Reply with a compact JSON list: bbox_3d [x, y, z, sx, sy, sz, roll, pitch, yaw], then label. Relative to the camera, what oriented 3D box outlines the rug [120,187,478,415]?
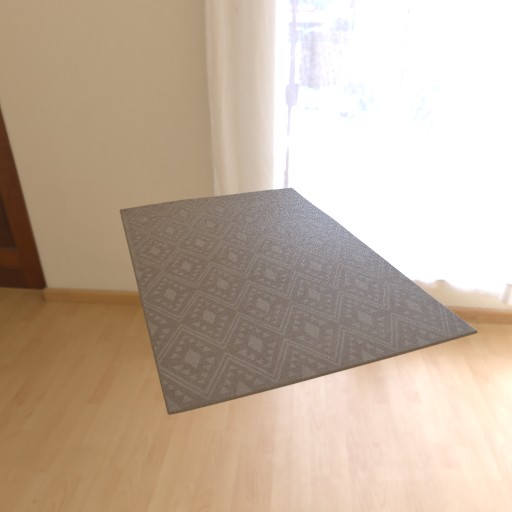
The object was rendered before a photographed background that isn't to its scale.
[{"bbox_3d":[0.000,0.000,2.349,1.252,0.034,1.829,-10,30,-17],"label":"rug"}]
